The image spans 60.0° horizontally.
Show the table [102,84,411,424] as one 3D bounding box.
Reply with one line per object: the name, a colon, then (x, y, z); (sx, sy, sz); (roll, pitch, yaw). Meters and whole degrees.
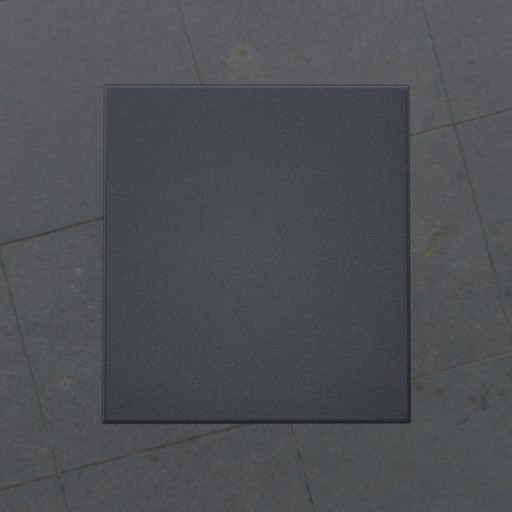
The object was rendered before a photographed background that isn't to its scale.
table: (0.000, 0.000, 0.915); (0.442, 0.565, 0.488); (0, 89, 0)
